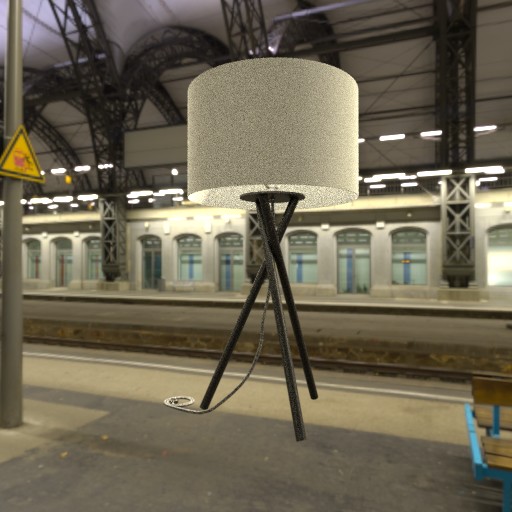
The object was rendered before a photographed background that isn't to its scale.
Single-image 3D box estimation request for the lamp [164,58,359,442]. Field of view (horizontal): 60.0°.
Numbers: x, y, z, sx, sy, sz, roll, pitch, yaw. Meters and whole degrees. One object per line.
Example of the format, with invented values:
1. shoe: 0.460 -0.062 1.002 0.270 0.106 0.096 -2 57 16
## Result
1. lamp: 0.000 0.000 0.930 0.422 0.674 0.353 0 -1 0
